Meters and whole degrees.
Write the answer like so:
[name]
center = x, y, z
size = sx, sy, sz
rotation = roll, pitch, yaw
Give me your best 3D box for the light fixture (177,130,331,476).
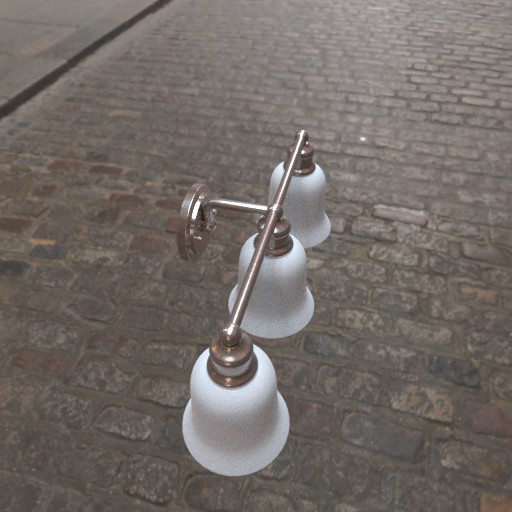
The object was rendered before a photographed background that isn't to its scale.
[light fixture]
center = 0.000, 0.000, 0.682
size = 0.198, 0.211, 0.570
rotation = 10, 45, 10
